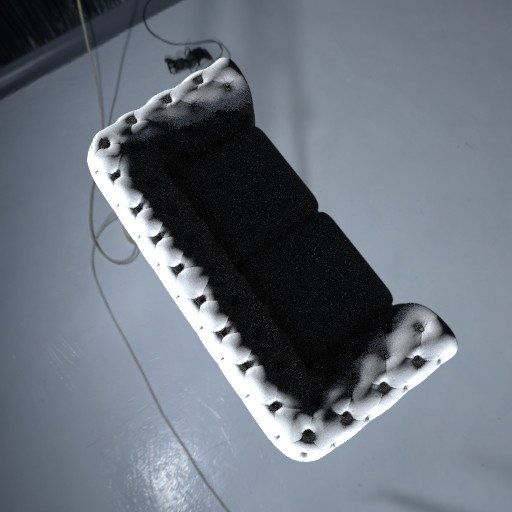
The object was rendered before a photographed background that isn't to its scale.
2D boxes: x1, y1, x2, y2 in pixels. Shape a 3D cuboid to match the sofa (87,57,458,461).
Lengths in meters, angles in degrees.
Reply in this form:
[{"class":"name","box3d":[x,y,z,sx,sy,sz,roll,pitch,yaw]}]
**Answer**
[{"class":"sofa","box3d":[0.000,0.000,2.481,0.986,0.764,1.998,-35,79,-8]}]
